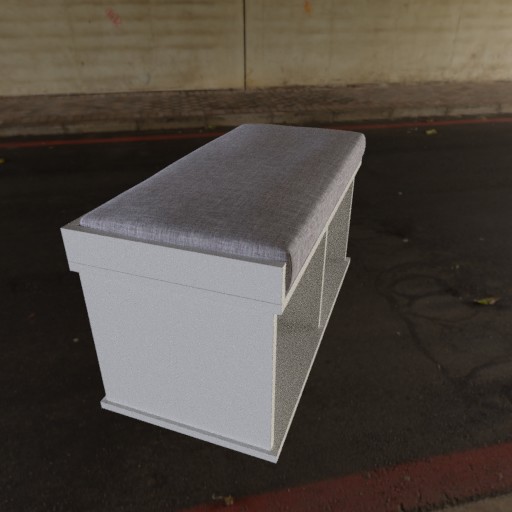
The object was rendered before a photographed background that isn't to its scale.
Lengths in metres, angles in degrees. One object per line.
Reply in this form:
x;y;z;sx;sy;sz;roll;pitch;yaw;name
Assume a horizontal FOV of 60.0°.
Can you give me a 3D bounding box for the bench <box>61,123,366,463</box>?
0.000;0.000;1.014;0.362;0.461;0.734;10;30;18;bench
